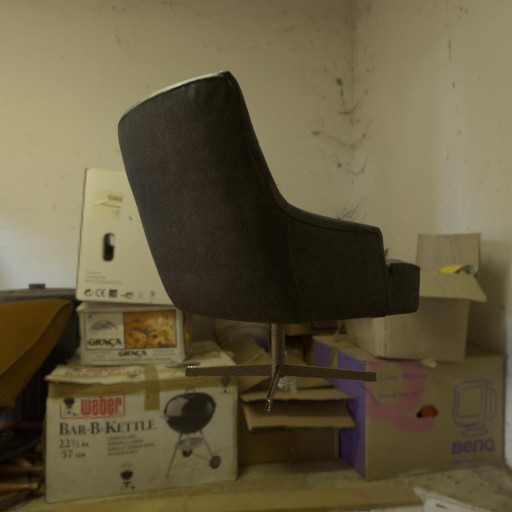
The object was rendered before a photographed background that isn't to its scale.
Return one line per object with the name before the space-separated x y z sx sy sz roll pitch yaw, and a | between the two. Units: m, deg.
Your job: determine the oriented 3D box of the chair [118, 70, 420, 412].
chair | 0.000 0.000 1.501 0.874 0.870 0.738 0 -1 -37
